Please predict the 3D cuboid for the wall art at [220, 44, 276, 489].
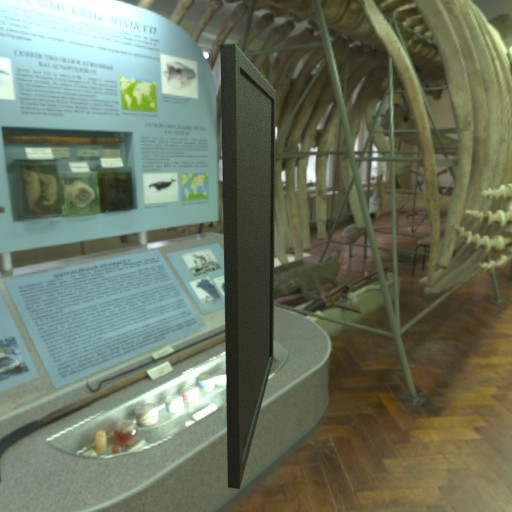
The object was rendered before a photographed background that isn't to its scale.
[{"bbox_3d":[0.000,0.000,0.562,0.013,0.431,0.303,2,13,9],"label":"wall art"}]
